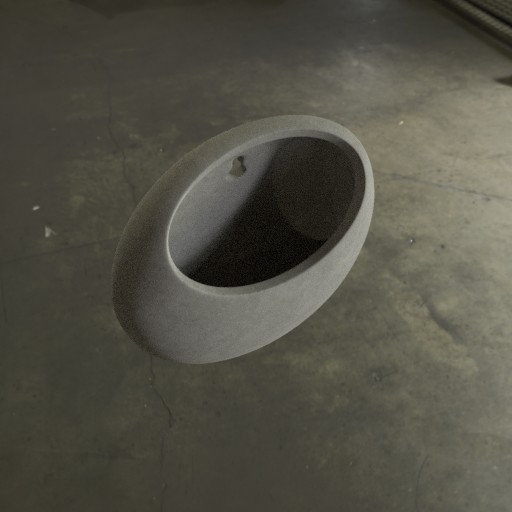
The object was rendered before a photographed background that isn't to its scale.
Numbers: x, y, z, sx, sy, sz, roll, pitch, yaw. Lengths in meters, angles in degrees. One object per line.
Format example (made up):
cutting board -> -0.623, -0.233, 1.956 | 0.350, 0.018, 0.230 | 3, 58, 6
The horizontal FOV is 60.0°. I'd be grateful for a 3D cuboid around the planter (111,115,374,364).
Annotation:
planter -> 0.000, 0.000, 0.285 | 0.185, 0.188, 0.071 | -24, 51, -21
